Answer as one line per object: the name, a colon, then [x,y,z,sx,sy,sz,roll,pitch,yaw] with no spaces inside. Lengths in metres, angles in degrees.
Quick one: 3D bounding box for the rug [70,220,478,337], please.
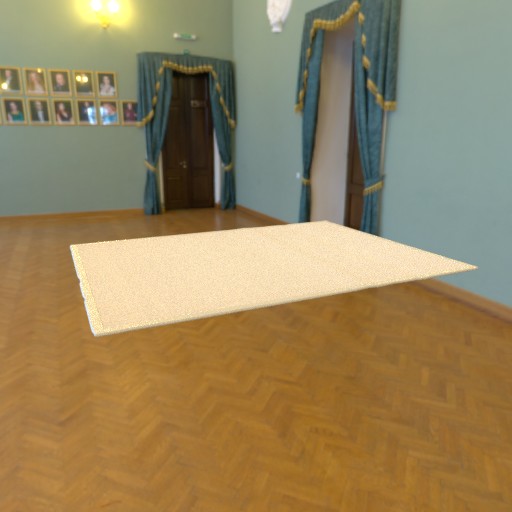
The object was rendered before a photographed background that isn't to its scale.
rug: [0.000,0.000,4.872,3.659,0.037,2.734,-7,17,-24]
